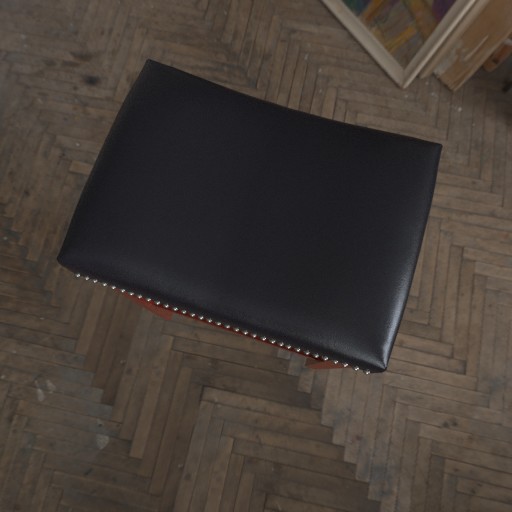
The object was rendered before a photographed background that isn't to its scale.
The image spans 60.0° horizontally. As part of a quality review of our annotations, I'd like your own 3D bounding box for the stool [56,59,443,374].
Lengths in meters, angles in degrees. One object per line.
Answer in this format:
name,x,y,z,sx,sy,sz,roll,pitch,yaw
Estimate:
stool,0.000,0.000,0.990,0.504,0.742,0.372,18,77,4
